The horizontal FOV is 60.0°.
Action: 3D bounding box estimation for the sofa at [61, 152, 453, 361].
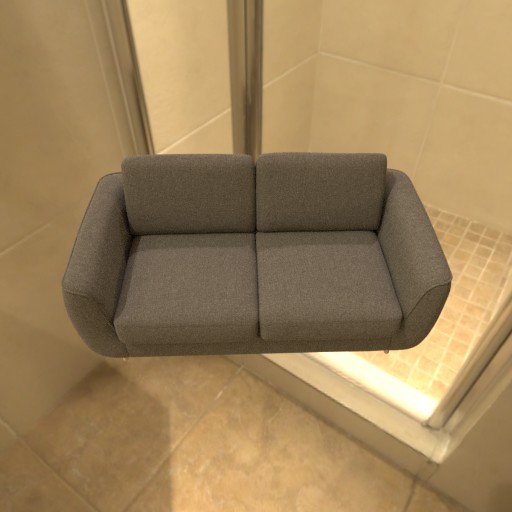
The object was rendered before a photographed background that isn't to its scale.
[{"bbox_3d":[0.000,0.000,2.278,1.700,0.870,0.920,-1,45,-1],"label":"sofa"}]
